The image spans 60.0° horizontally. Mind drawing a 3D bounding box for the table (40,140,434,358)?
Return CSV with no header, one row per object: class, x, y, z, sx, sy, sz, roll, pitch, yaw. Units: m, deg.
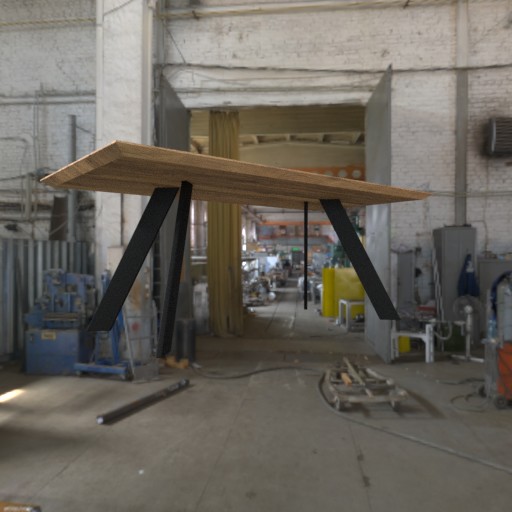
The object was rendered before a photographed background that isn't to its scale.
table,0.000,0.000,2.482,2.000,0.770,1.000,0,0,-39
